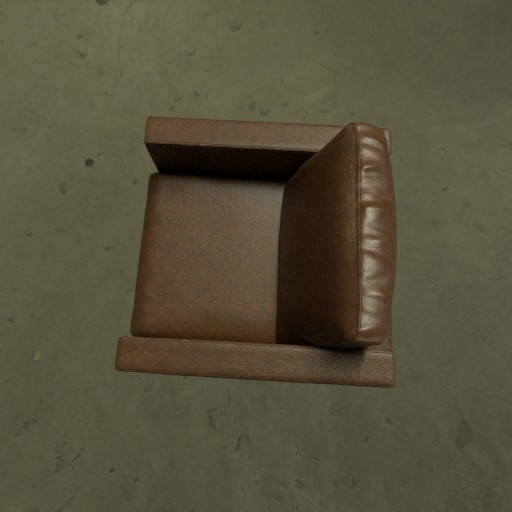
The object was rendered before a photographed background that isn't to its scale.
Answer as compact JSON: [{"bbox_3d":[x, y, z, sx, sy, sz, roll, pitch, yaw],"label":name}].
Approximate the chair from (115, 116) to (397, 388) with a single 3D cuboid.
[{"bbox_3d":[0.000,0.000,1.672,0.909,0.956,0.890,3,76,1],"label":"chair"}]
